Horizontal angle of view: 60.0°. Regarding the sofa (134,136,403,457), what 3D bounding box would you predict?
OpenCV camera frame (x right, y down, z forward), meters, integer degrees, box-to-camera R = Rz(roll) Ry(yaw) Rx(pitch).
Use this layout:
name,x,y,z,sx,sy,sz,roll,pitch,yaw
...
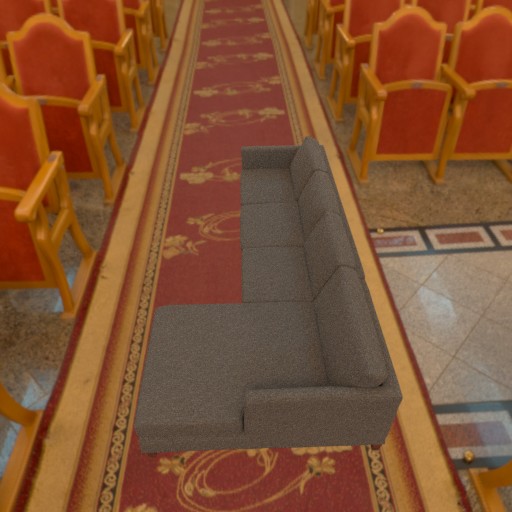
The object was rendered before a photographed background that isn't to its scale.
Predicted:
name,x,y,z,sx,sy,sz,roll,pitch,yaw
sofa,0.000,0.000,3.905,1.625,0.846,3.186,-1,41,-1
